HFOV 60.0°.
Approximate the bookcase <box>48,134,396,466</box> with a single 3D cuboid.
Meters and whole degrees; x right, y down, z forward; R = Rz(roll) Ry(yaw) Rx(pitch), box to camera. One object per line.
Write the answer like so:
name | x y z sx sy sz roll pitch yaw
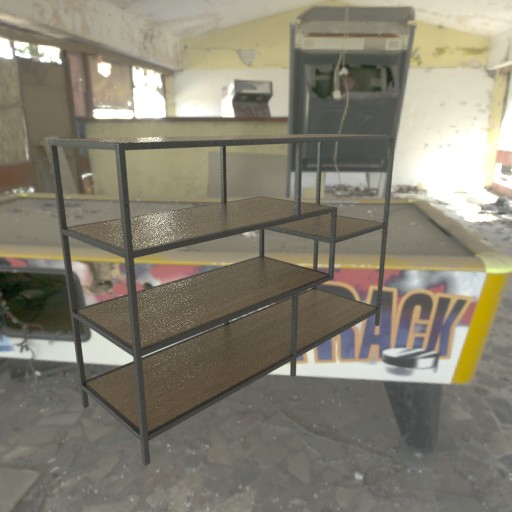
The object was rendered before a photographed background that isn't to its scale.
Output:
bookcase | 0.000 0.000 1.500 0.350 0.780 1.140 15 22 42
